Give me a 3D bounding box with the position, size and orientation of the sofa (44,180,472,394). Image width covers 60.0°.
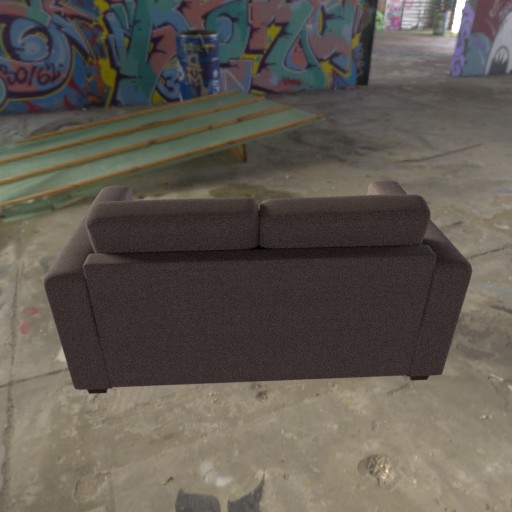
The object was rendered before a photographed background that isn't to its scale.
[{"bbox_3d":[0.000,0.000,1.999,1.520,0.800,0.900,-2,31,-3],"label":"sofa"}]
